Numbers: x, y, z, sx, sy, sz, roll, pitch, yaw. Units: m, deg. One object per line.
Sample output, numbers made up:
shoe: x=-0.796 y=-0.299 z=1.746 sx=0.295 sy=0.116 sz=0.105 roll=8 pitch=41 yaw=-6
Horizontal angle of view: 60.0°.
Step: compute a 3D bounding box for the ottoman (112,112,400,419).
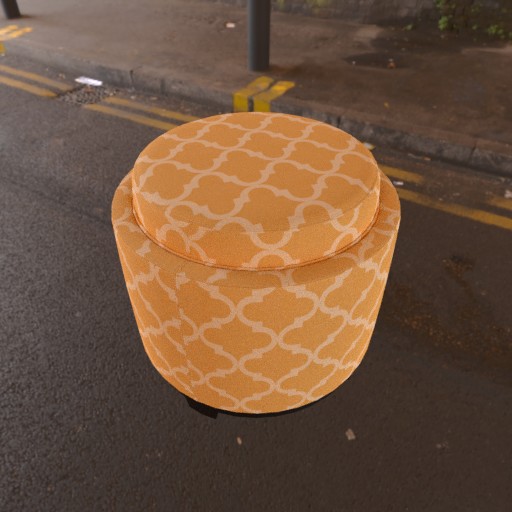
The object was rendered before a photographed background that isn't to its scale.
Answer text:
ottoman: x=0.000 y=0.000 z=0.835 sx=0.480 sy=0.429 sz=0.480 roll=0 pitch=40 yaw=0
